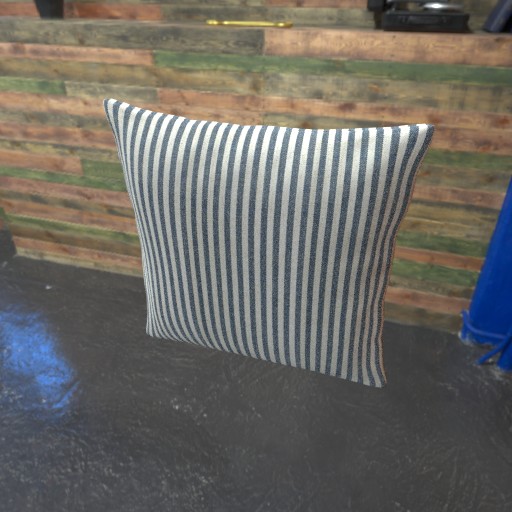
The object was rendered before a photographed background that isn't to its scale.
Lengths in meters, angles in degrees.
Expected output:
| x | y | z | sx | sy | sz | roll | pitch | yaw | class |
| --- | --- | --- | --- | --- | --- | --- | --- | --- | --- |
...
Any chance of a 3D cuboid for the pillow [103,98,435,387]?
| x | y | z | sx | sy | sz | roll | pitch | yaw | class |
| --- | --- | --- | --- | --- | --- | --- | --- | --- | --- |
| 0.000 | 0.000 | 0.793 | 0.523 | 0.510 | 0.166 | 10 | 32 | 15 | pillow |
